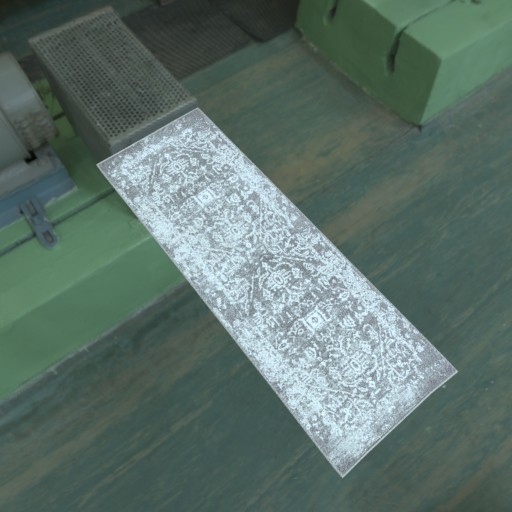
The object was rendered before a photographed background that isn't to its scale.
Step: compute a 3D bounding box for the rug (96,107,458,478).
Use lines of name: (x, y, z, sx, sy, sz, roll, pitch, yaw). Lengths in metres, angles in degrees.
rug: (0.000, 0.000, 2.710, 0.855, 0.017, 2.452, -35, 68, -16)
